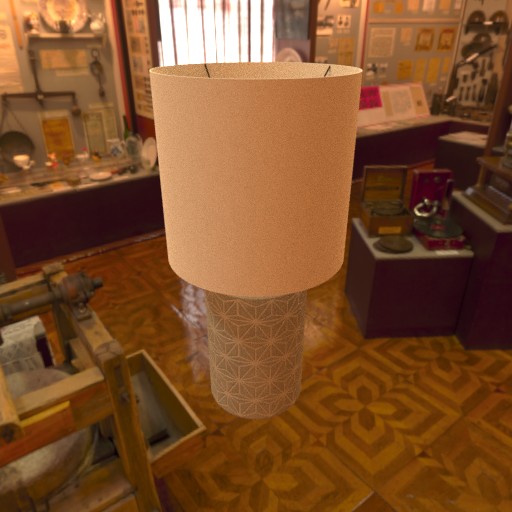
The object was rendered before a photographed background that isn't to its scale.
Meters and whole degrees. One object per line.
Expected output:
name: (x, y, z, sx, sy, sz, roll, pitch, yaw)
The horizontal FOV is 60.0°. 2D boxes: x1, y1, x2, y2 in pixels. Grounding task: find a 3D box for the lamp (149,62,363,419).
lamp: (0.000, 0.000, 0.533, 0.206, 0.416, 0.206, -18, 32, -31)
